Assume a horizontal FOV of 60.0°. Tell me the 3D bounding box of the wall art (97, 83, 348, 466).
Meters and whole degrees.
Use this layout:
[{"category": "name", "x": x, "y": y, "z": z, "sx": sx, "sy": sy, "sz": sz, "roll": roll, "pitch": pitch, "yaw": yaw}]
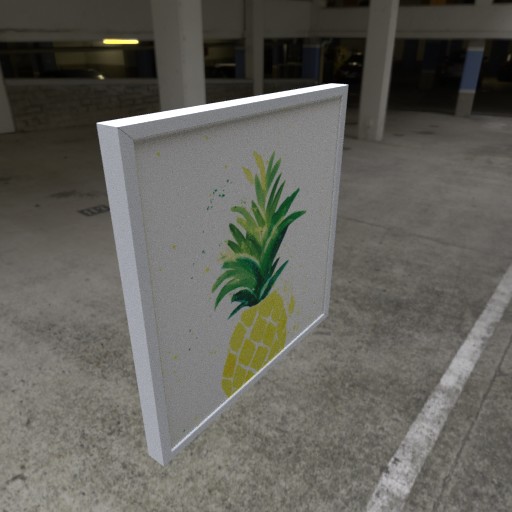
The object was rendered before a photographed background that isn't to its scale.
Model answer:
[{"category": "wall art", "x": 0.000, "y": 0.000, "z": 0.753, "sx": 0.035, "sy": 0.507, "sz": 0.508, "roll": 19, "pitch": 32, "yaw": 33}]
